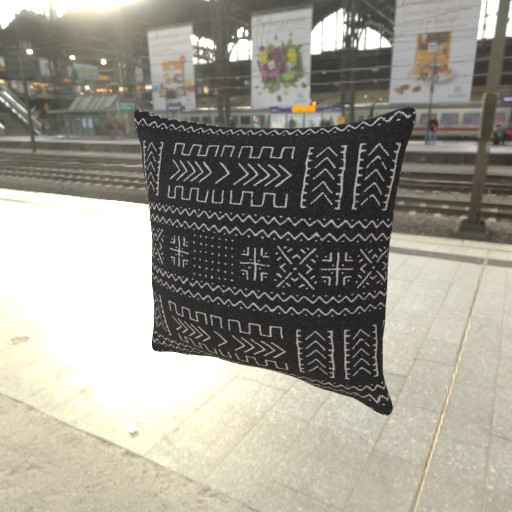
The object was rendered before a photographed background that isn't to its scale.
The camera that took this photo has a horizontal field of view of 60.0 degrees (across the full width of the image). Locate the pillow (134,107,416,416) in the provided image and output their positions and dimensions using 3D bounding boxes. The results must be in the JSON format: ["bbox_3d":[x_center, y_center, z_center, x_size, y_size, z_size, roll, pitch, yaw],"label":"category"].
[{"bbox_3d":[0.000,0.000,0.672,0.438,0.430,0.164,8,18,26],"label":"pillow"}]
